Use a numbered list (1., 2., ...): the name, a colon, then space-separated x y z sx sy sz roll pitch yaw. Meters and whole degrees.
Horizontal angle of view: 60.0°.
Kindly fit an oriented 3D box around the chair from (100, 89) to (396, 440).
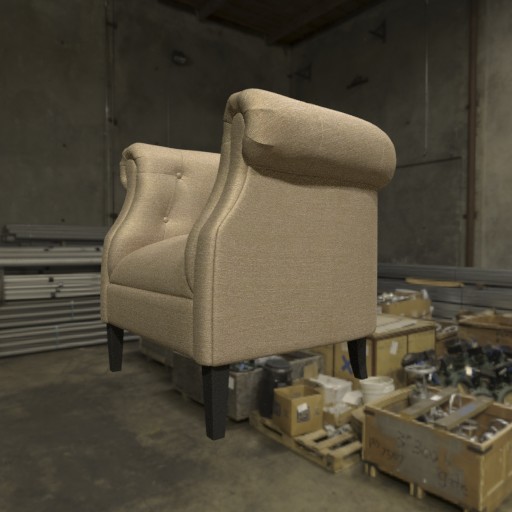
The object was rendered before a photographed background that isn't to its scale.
1. chair: 0.000 0.000 1.529 0.852 0.827 0.905 -1 2 -36
